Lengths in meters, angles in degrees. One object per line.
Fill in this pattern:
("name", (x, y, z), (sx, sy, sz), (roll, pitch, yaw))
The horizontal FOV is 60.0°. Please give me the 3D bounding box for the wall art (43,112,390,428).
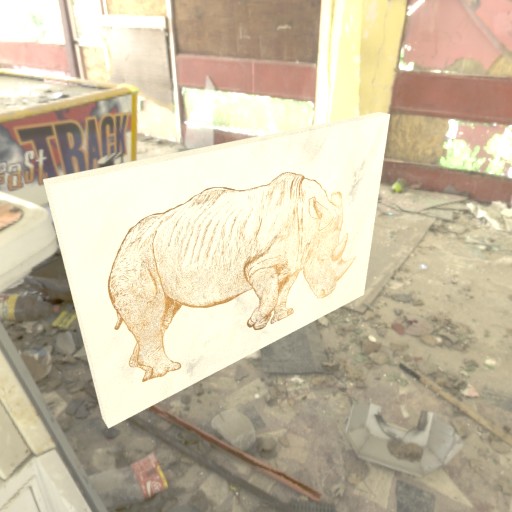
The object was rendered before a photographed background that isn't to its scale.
("wall art", (0.000, 0.000, 1.159), (0.915, 0.610, 0.038), (-21, 36, -32))
